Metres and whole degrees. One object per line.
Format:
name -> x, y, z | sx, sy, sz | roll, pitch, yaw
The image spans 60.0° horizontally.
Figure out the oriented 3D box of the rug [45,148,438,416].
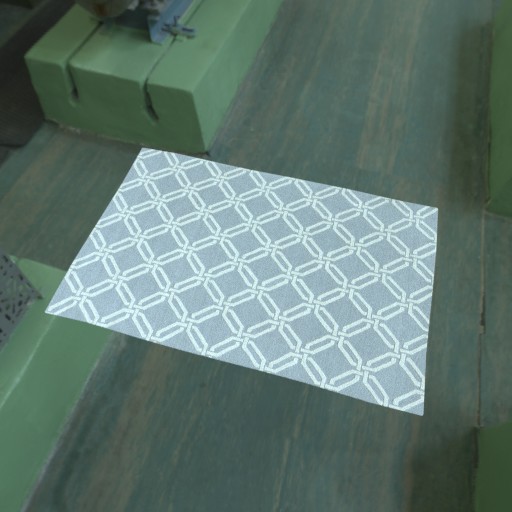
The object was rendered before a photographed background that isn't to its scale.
rug -> 0.000, 0.000, 2.246 | 1.754, 0.010, 1.148 | 13, 58, 8
